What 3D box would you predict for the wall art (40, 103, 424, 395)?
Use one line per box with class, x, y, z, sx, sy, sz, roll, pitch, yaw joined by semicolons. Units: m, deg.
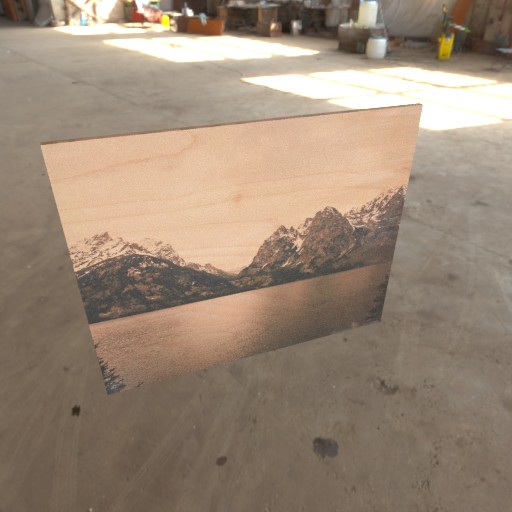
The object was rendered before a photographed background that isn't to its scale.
wall art;0.000;0.000;0.674;0.508;0.408;0.010;-11;34;-17
